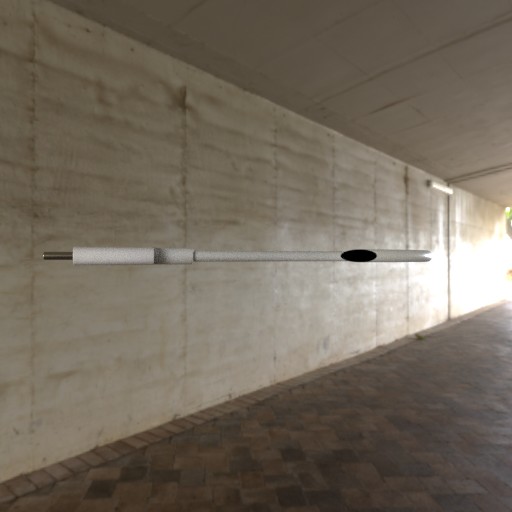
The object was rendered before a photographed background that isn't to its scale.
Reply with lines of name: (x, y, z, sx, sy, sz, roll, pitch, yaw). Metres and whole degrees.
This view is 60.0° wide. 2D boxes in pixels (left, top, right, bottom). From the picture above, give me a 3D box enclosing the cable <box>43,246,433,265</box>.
cable: (0.000, 0.000, 0.110, 0.098, 0.005, 0.041, 0, 0, -18)
